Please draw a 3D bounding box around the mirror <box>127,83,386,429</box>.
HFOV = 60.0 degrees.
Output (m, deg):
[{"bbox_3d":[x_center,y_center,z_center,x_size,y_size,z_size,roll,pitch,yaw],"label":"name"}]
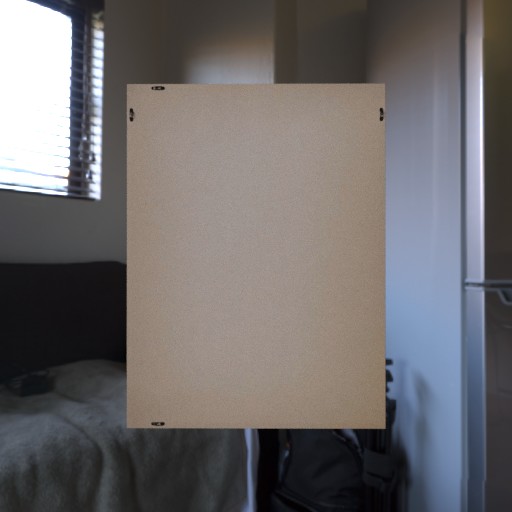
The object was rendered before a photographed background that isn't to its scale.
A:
[{"bbox_3d":[0.000,0.000,1.321,0.762,1.016,0.040,0,0,0],"label":"mirror"}]
